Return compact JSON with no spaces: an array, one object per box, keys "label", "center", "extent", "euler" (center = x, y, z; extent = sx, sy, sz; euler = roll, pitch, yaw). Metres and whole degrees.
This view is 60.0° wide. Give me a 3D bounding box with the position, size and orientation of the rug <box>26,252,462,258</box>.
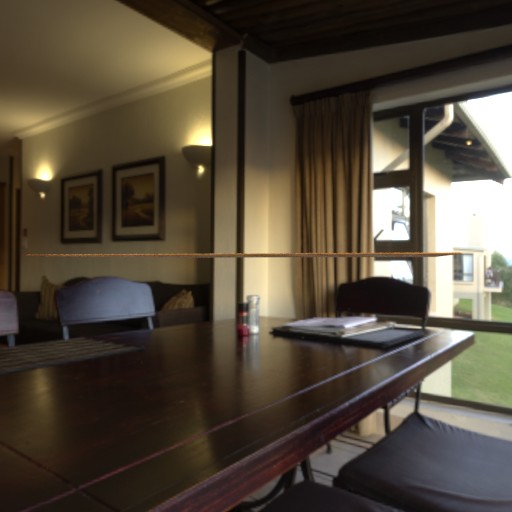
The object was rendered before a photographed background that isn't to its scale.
[{"label":"rug","center":[0.000,0.000,2.956],"extent":[2.336,0.007,1.525],"euler":[0,-1,18]}]
